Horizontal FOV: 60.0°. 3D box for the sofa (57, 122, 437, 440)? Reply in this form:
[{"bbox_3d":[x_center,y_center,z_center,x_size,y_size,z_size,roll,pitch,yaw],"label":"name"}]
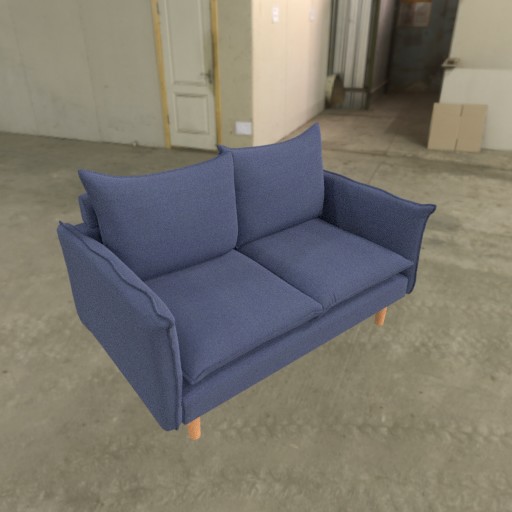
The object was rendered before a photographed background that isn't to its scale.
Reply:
[{"bbox_3d":[0.000,0.000,1.827,1.300,0.840,0.820,-21,36,-33],"label":"sofa"}]
